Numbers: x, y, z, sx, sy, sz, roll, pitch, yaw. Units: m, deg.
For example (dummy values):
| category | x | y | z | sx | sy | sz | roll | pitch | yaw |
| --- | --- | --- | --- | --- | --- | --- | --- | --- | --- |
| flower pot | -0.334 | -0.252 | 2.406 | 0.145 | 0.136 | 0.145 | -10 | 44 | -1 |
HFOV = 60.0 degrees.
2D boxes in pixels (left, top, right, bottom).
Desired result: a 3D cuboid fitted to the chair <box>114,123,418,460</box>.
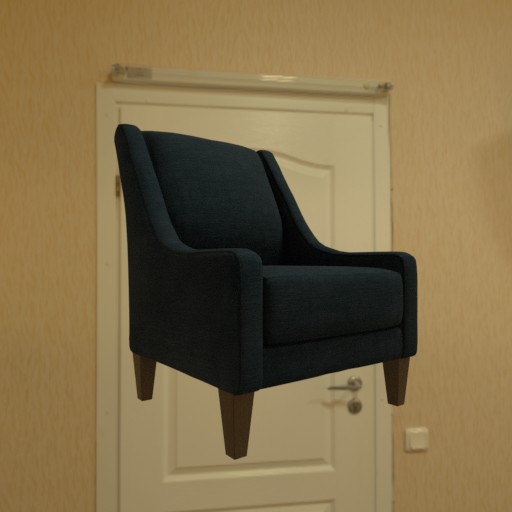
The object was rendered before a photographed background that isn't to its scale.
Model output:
| category | x | y | z | sx | sy | sz | roll | pitch | yaw |
| --- | --- | --- | --- | --- | --- | --- | --- | --- | --- |
| chair | 0.000 | 0.000 | 1.604 | 0.774 | 1.014 | 0.870 | 0 | -1 | -37 |
